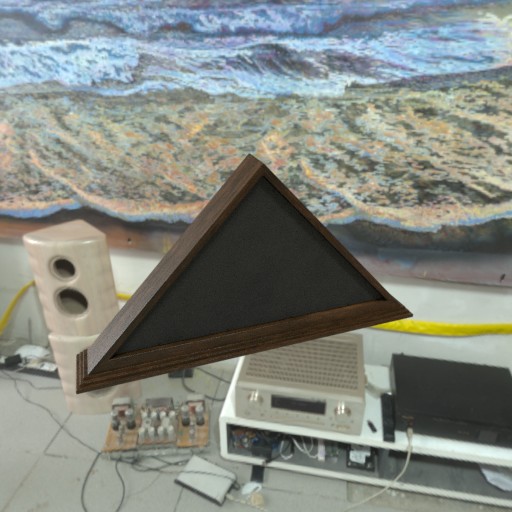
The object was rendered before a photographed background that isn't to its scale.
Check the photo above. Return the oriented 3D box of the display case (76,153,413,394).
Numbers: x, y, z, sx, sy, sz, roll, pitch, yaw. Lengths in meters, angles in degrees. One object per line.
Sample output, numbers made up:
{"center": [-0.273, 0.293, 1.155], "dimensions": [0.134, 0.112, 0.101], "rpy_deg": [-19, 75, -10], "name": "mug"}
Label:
{"center": [0.000, 0.000, 0.763], "dimensions": [0.640, 0.340, 0.095], "rpy_deg": [-9, 28, -17], "name": "display case"}
